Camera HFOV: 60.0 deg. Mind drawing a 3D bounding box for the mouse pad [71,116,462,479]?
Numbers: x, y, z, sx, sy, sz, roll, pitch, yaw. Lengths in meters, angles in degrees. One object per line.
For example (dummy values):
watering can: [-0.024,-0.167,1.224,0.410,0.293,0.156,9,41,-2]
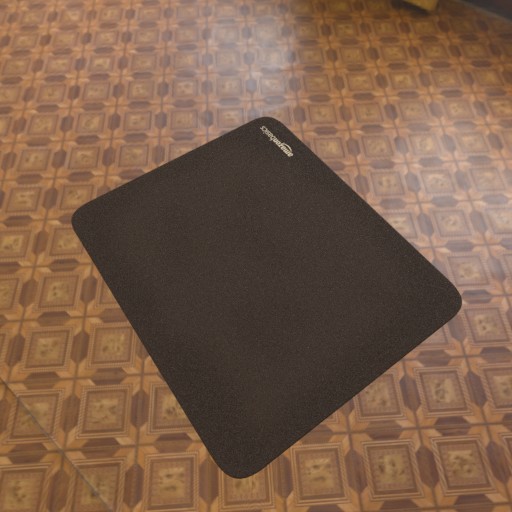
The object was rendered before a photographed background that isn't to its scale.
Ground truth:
mouse pad: [0.000,0.000,0.345,0.211,0.002,0.249,-31,64,-17]
